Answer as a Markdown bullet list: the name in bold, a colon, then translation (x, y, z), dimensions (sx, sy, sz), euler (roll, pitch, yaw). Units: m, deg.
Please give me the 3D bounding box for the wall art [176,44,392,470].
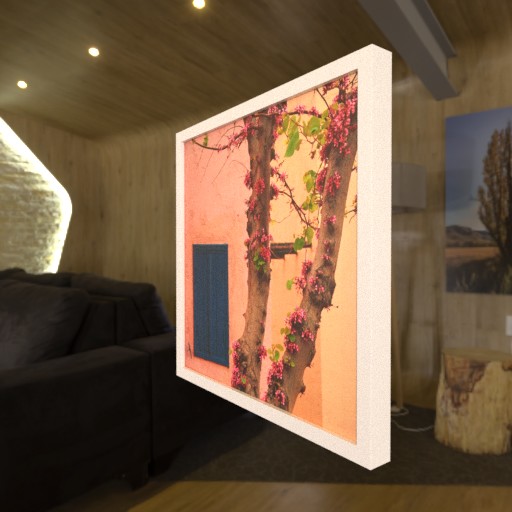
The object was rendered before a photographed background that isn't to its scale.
- **wall art**: translation (0.000, 0.000, 0.742), dimensions (0.038, 0.508, 0.507), euler (-1, 1, -37)
